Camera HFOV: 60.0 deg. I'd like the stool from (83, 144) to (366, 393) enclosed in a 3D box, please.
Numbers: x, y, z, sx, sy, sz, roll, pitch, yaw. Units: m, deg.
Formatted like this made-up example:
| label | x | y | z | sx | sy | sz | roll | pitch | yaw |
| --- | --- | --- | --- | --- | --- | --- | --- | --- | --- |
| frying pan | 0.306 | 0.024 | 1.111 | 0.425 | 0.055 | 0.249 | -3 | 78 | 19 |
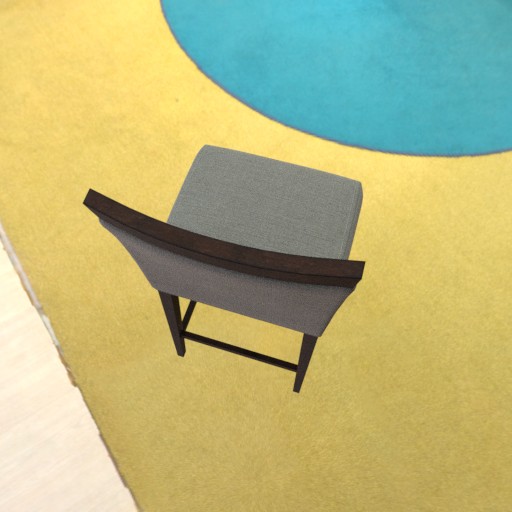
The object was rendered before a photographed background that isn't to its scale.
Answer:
| label | x | y | z | sx | sy | sz | roll | pitch | yaw |
| --- | --- | --- | --- | --- | --- | --- | --- | --- | --- |
| stool | 0.000 | 0.000 | 1.305 | 0.512 | 1.009 | 0.531 | 15 | 64 | 8 |
